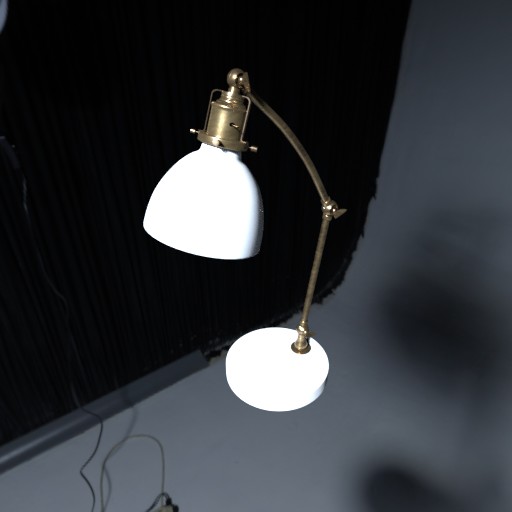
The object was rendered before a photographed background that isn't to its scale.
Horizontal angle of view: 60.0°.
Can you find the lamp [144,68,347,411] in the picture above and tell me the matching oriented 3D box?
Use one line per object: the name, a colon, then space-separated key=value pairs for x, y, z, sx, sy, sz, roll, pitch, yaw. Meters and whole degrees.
lamp: x=0.000 y=0.000 z=0.662 sx=0.317 sy=0.522 sz=0.186 roll=-20 pitch=36 yaw=-30
